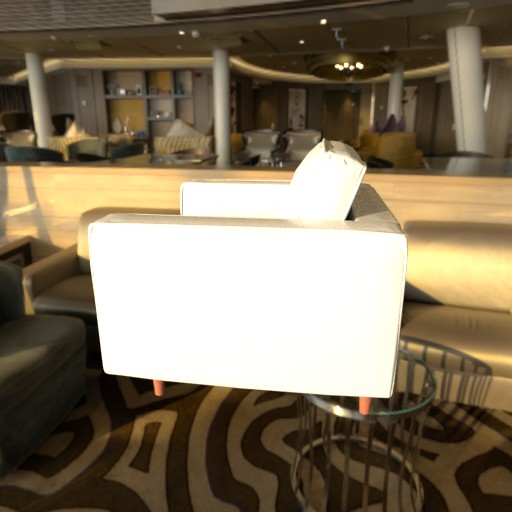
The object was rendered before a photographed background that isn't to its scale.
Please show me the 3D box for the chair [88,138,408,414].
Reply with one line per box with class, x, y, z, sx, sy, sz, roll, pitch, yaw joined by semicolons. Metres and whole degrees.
chair;0.000;0.000;1.529;0.843;0.773;0.928;2;17;8
